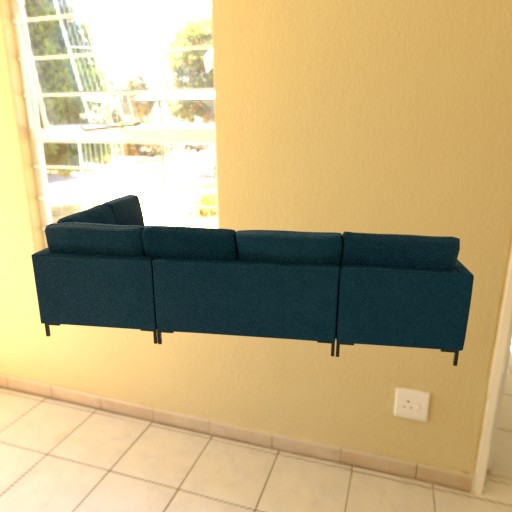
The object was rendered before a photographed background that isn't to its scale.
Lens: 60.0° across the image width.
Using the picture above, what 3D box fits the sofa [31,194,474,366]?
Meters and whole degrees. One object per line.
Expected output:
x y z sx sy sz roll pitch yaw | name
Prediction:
0.000 0.000 4.375 3.434 0.992 2.055 2 16 8 | sofa
